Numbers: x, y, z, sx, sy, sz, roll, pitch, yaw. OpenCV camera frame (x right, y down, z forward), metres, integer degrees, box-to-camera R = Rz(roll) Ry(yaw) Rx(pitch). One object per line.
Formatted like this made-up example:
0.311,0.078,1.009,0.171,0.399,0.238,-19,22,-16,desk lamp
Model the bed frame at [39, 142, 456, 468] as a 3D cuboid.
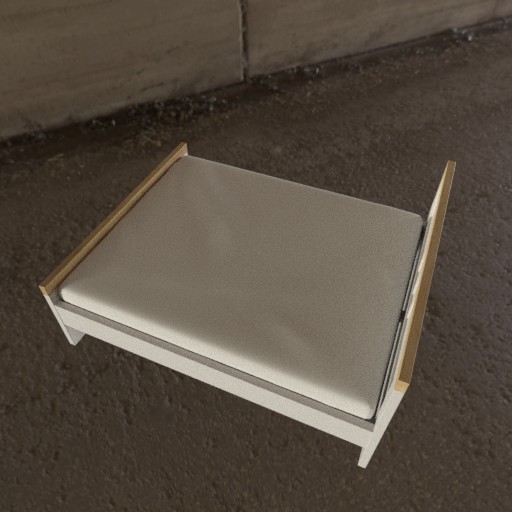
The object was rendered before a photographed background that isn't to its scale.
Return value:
0.000,0.000,2.925,2.050,0.980,1.670,17,49,16,bed frame
